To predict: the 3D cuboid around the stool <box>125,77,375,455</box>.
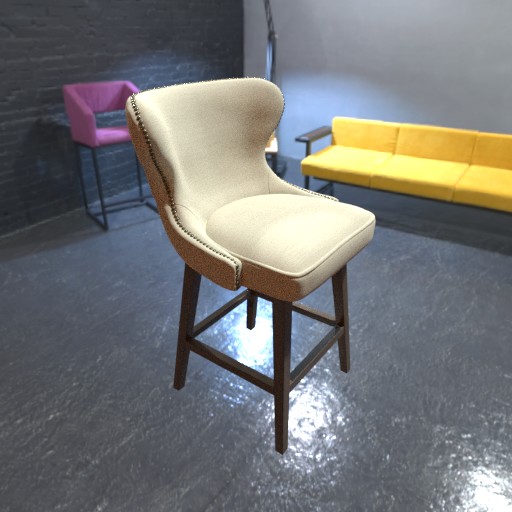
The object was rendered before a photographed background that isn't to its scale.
[{"bbox_3d":[0.000,0.000,1.376,0.597,0.972,0.615,19,33,32],"label":"stool"}]
